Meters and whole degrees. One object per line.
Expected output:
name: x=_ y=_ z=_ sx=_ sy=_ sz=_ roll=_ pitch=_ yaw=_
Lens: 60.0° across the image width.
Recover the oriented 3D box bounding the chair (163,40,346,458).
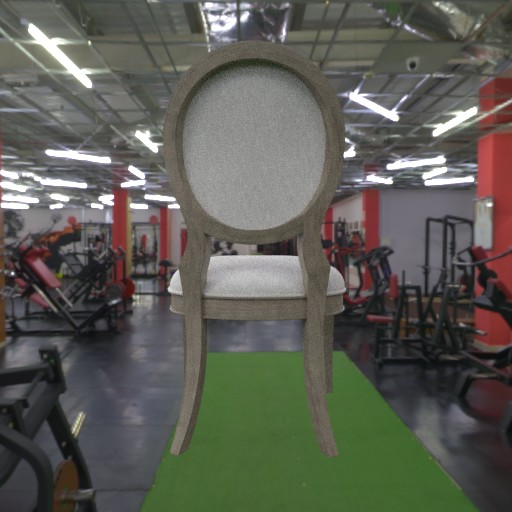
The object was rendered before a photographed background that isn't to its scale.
chair: x=0.000 y=0.000 z=1.294 sx=0.558 sy=0.990 sz=0.602 roll=0 pitch=1 yaw=2
